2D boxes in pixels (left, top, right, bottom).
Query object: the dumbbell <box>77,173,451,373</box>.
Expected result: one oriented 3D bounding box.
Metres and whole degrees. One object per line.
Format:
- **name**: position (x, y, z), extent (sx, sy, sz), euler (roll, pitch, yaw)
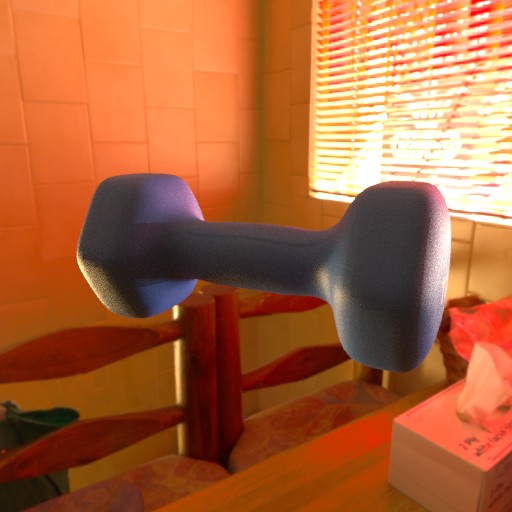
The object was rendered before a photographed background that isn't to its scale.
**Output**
- **dumbbell**: position (0.000, 0.000, 0.265), extent (0.212, 0.093, 0.103), euler (7, 15, 26)
